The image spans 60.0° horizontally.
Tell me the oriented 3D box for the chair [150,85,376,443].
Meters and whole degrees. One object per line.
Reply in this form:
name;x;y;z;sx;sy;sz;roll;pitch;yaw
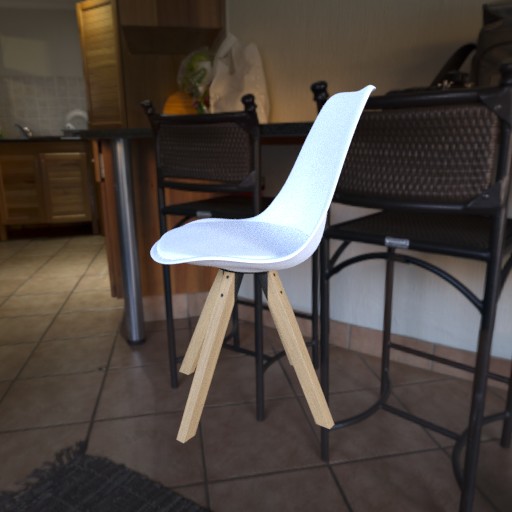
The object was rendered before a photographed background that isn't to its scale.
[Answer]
chair;0.000;0.000;1.192;0.550;0.849;0.485;-2;16;-8
